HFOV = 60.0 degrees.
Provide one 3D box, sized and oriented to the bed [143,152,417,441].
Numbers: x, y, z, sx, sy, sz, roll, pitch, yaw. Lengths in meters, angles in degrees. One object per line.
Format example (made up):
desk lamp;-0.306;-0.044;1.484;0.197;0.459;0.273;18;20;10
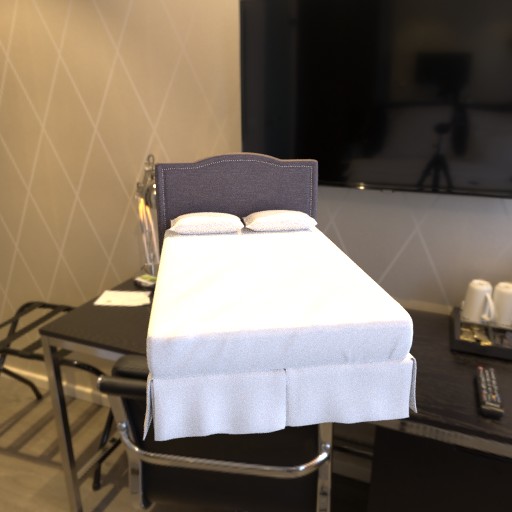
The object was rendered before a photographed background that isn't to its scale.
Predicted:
bed;0.000;0.000;3.638;1.741;1.441;2.507;-3;19;-8
